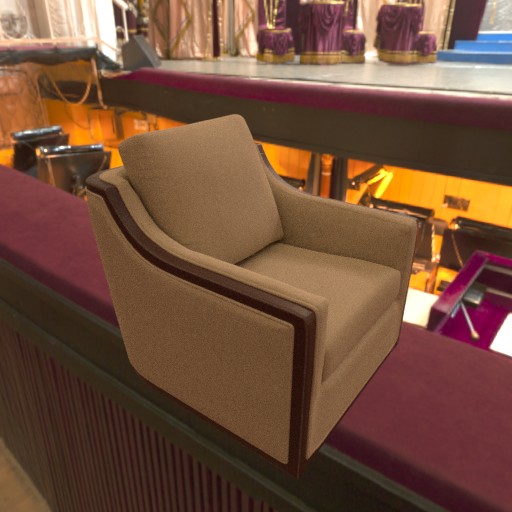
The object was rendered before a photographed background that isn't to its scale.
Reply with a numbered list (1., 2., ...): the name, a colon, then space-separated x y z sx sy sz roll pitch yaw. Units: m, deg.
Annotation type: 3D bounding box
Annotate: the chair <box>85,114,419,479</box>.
1. chair: 0.000 0.000 1.678 0.950 0.930 0.870 18 32 32
